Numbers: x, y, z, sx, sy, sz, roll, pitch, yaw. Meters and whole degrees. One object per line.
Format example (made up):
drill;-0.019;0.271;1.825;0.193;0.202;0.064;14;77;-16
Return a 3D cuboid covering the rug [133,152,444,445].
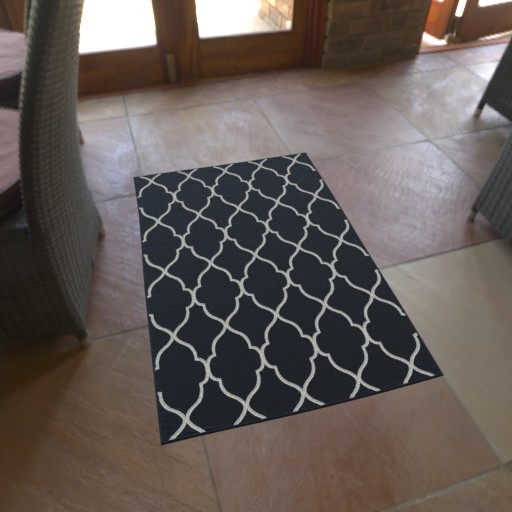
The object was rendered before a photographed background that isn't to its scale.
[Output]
rug;0.000;0.000;3.035;1.526;0.014;2.290;-10;46;-10
